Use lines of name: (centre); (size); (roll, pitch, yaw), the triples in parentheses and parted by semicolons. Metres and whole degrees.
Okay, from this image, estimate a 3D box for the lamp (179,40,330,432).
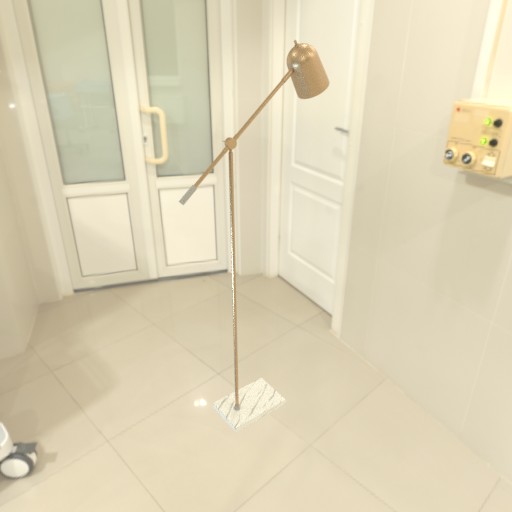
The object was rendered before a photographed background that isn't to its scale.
lamp: (0.000, 0.000, 1.820); (0.653, 1.594, 0.194); (-18, 32, -32)
